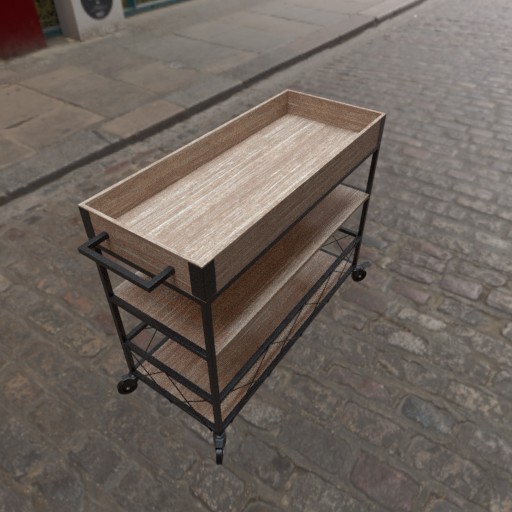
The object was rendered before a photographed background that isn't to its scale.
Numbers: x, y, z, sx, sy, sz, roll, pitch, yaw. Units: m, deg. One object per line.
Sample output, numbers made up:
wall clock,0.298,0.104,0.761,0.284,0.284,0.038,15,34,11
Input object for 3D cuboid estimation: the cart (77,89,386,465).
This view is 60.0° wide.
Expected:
cart,0.000,0.000,1.543,0.500,0.787,1.101,25,46,26
